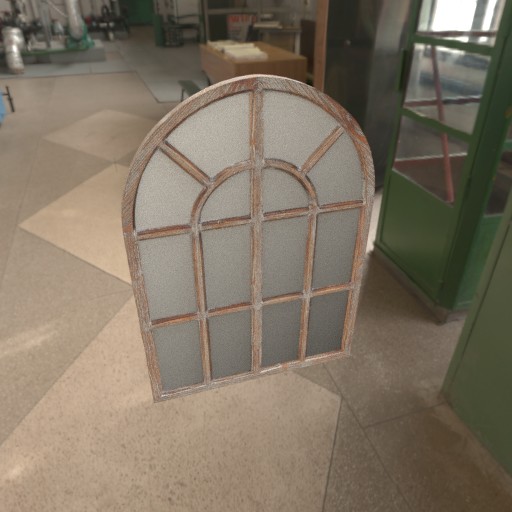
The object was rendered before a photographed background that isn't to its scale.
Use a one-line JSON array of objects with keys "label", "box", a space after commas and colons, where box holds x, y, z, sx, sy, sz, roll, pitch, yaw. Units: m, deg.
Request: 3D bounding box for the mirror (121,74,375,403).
[{"label": "mirror", "box": [0.000, 0.000, 1.200, 0.660, 0.920, 0.032, -10, 34, -15]}]
